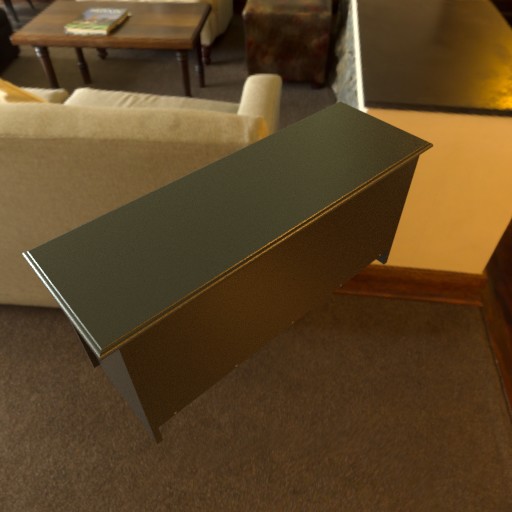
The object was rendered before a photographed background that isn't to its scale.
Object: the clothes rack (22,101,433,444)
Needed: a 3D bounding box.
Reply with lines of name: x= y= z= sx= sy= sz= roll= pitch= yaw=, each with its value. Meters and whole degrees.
clothes rack: x=0.000 y=0.000 z=1.485 sx=1.219 sy=0.556 sz=0.406 roll=-33 pitch=54 yaw=-28
